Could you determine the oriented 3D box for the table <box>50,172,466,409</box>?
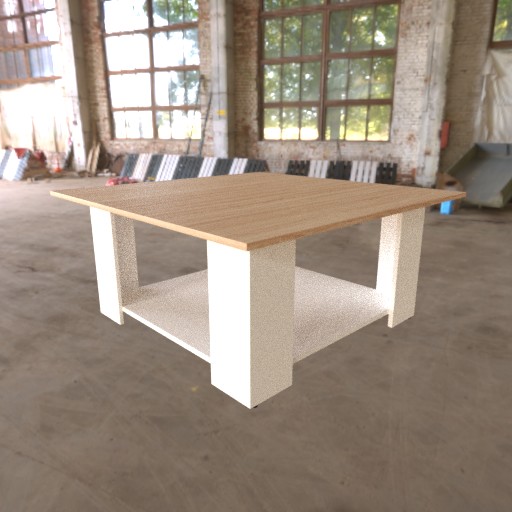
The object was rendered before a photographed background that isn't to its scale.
[{"bbox_3d":[0.000,0.000,1.049,0.670,0.305,0.670,-15,22,-42],"label":"table"}]
